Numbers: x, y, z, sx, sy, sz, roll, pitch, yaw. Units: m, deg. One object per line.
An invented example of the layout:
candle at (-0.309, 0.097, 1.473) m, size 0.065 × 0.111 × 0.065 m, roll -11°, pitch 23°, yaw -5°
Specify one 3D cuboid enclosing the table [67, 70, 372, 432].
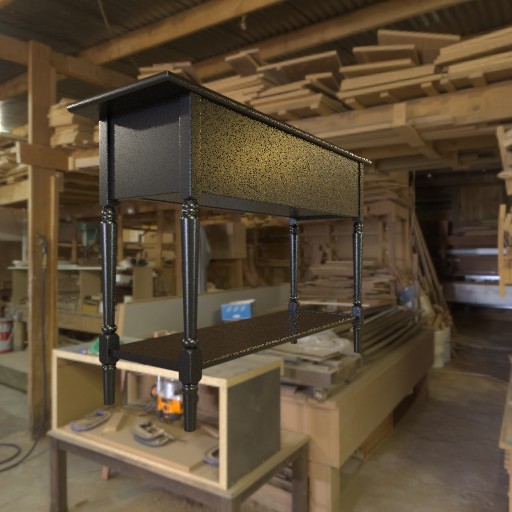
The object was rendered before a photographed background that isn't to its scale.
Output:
table at (0.000, 0.000, 1.552) m, size 0.386 × 0.819 × 1.191 m, roll 0°, pitch 1°, yaw 36°
